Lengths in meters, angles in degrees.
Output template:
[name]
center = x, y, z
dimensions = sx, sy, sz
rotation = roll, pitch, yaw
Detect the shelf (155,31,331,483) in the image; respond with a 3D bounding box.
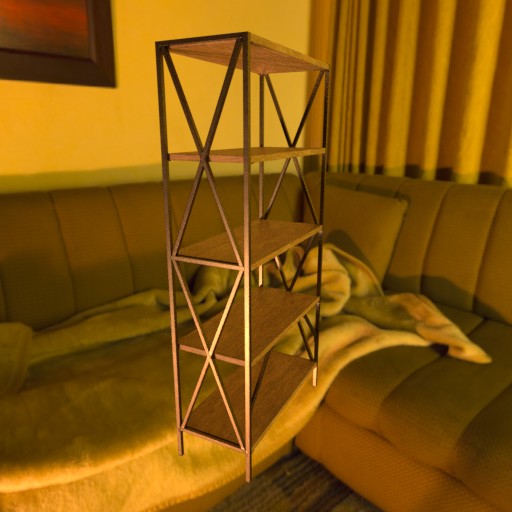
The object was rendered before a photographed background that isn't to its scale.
[shelf]
center = 0.000, 0.000, 2.159
dimensions = 0.386, 1.803, 0.874
rotation = 8, 18, 26
